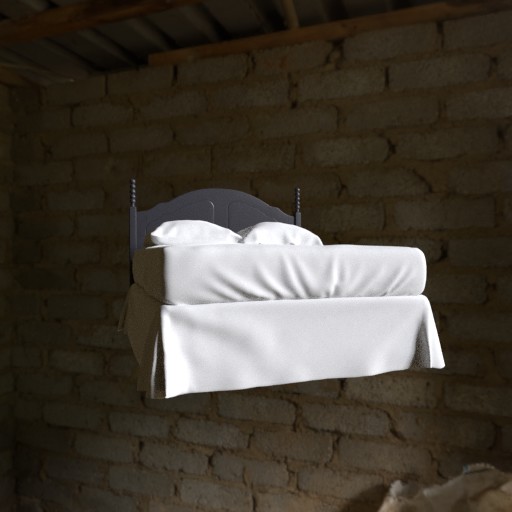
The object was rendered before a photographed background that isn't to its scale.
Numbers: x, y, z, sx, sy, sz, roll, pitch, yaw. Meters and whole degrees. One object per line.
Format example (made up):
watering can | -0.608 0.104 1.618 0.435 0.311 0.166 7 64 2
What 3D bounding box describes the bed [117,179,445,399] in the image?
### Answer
bed | 0.000 0.000 3.262 1.873 1.356 2.040 0 0 -20
